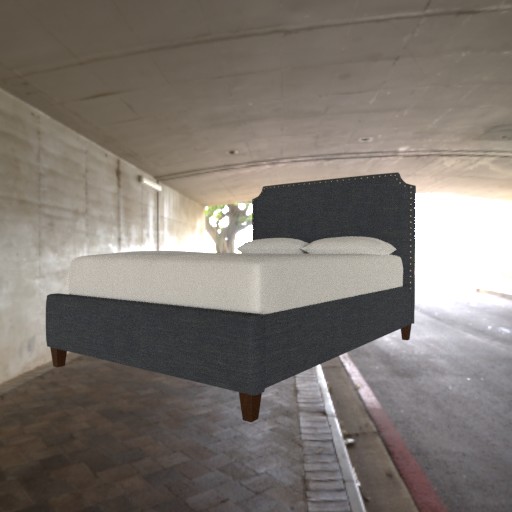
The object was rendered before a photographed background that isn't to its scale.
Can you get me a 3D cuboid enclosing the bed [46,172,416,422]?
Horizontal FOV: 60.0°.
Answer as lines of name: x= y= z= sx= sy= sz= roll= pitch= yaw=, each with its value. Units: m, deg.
bed: x=0.000 y=0.000 z=3.357 sx=1.713 sy=1.443 sz=2.372 roll=1 pitch=1 yaw=36
